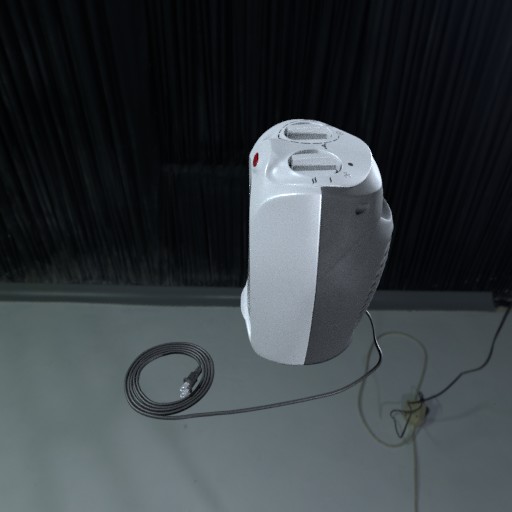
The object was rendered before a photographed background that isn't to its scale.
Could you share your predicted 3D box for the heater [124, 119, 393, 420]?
[{"bbox_3d":[0.000,0.000,0.468,0.291,0.240,0.239,0,40,-1],"label":"heater"}]
